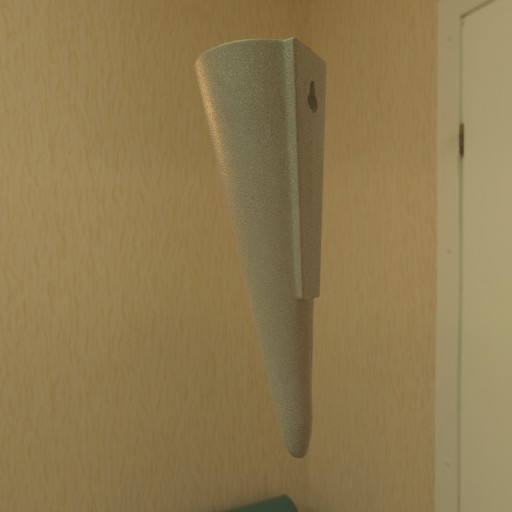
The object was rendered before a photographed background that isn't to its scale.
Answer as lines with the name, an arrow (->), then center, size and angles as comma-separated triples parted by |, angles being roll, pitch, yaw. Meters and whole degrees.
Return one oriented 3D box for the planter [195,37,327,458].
planter -> 0.000, 0.000, 0.224 | 0.064, 0.191, 0.057 | 0, 1, 34
